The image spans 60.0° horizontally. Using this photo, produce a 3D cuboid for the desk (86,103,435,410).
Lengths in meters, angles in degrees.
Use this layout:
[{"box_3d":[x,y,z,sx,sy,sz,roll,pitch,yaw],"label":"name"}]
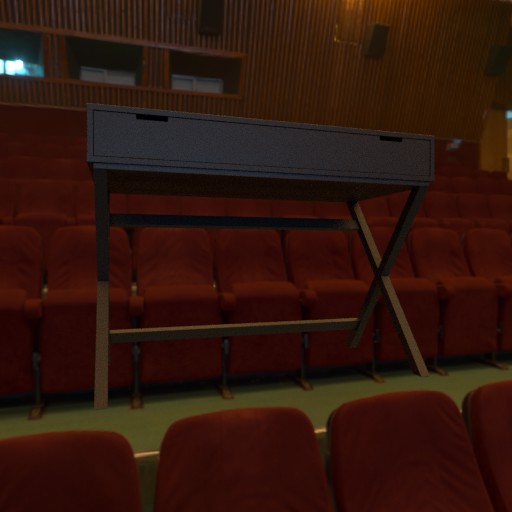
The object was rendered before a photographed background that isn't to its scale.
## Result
[{"box_3d":[0.000,0.000,1.523,1.057,0.780,0.504,0,0,-17],"label":"desk"}]
